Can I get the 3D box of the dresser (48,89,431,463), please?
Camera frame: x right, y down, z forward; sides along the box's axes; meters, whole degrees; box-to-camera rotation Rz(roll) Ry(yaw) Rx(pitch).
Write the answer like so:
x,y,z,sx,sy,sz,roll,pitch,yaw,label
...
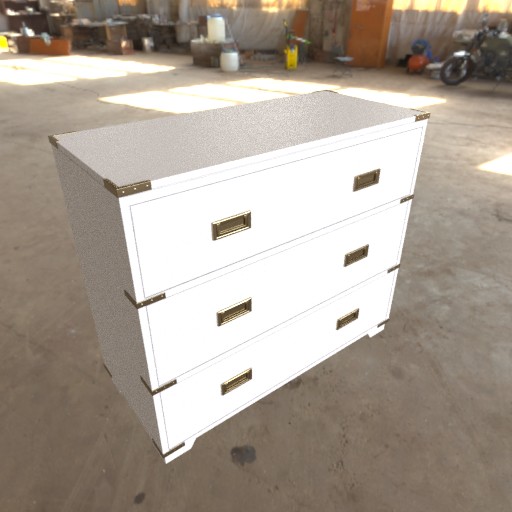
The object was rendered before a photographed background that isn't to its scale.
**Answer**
x,y,z,sx,sy,sz,roll,pitch,yaw,label
0.000,0.000,1.501,1.022,0.891,0.460,-22,37,-31,dresser
